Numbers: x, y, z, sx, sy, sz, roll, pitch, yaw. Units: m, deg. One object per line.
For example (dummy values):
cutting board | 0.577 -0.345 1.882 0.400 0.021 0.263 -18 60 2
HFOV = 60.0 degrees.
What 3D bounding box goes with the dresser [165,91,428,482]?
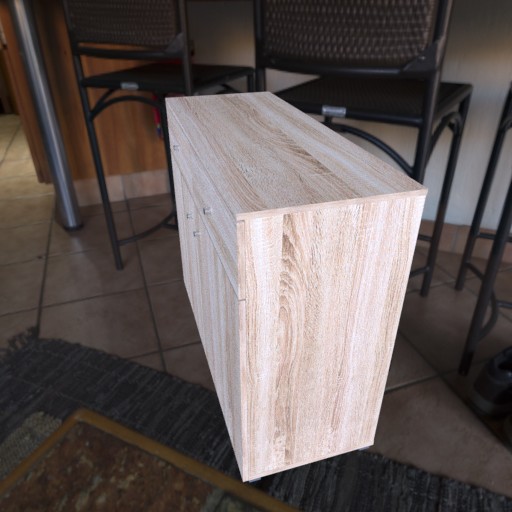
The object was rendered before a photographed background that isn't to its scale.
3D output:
dresser | 0.000 0.000 1.592 0.450 0.900 1.100 -9 32 -14
